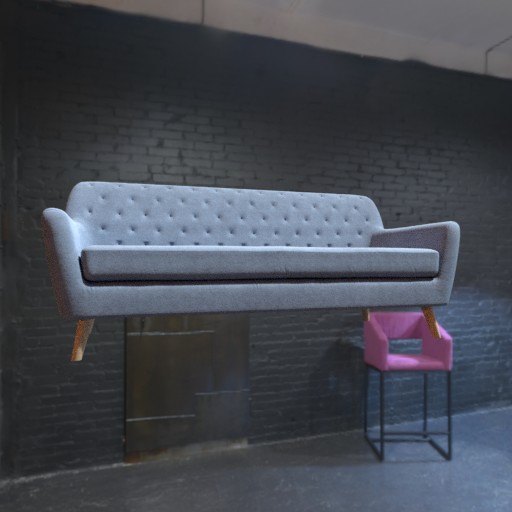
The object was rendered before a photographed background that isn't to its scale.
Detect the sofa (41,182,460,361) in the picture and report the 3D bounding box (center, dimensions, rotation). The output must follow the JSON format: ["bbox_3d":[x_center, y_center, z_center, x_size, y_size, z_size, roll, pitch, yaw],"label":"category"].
[{"bbox_3d":[0.000,0.000,2.341,1.970,0.830,0.830,0,-1,-18],"label":"sofa"}]
